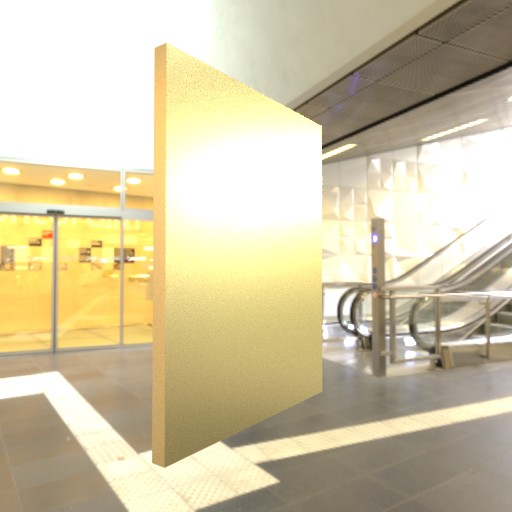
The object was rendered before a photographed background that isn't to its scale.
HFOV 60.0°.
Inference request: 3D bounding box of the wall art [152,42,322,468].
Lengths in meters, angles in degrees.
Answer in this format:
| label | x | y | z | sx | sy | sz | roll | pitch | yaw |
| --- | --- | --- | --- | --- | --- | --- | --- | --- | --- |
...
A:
| label | x | y | z | sx | sy | sz | roll | pitch | yaw |
| --- | --- | --- | --- | --- | --- | --- | --- | --- | --- |
| wall art | 0.000 | 0.000 | 0.779 | 0.025 | 0.569 | 0.444 | -1 | -2 | 36 |
